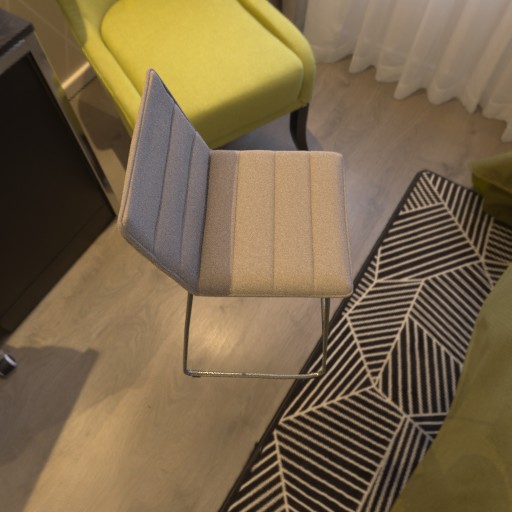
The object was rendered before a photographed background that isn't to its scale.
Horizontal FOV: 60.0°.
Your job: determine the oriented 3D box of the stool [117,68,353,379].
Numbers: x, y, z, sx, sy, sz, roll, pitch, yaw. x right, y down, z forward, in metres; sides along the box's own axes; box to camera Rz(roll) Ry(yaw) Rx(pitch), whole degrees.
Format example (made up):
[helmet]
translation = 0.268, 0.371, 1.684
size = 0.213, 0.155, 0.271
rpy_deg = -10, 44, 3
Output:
[stool]
translation = 0.000, 0.000, 1.239
size = 0.490, 0.960, 0.490
rpy_deg = 1, 63, 1
